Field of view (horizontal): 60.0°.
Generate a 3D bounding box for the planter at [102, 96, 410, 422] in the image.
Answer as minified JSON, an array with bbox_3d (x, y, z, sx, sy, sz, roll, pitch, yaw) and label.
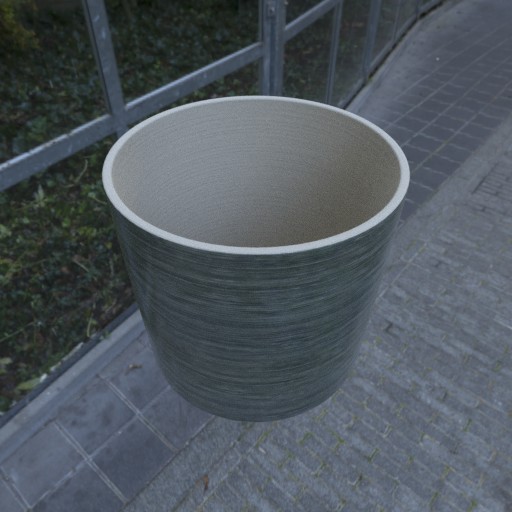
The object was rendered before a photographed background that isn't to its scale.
[{"bbox_3d":[0.000,0.000,0.396,0.221,0.201,0.221,0,42,0],"label":"planter"}]
